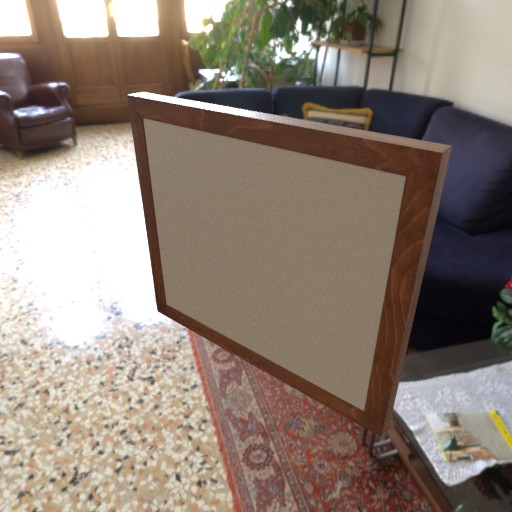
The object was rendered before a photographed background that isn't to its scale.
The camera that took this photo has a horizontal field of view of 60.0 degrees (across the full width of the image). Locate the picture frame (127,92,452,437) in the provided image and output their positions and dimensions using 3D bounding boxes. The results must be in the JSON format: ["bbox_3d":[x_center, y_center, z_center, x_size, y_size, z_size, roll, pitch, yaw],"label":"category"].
[{"bbox_3d":[0.000,0.000,0.531,0.381,0.330,0.025,21,36,32],"label":"picture frame"}]
